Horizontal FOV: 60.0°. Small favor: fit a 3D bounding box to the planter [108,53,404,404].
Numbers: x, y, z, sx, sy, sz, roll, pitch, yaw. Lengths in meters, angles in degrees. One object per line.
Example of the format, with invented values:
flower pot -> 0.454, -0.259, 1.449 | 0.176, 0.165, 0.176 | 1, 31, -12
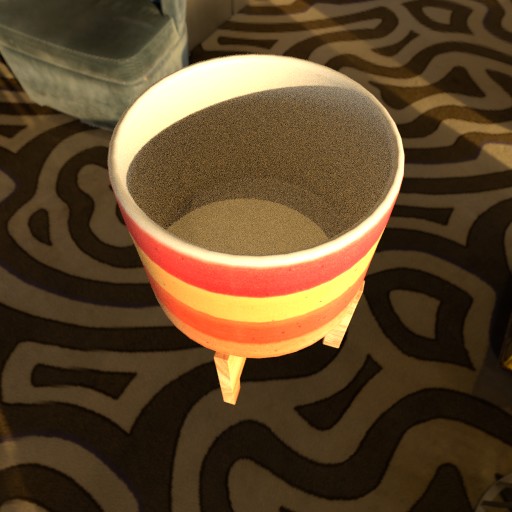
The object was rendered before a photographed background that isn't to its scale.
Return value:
planter -> 0.000, 0.000, 0.545 | 0.269, 0.379, 0.269 | 0, 57, 0
